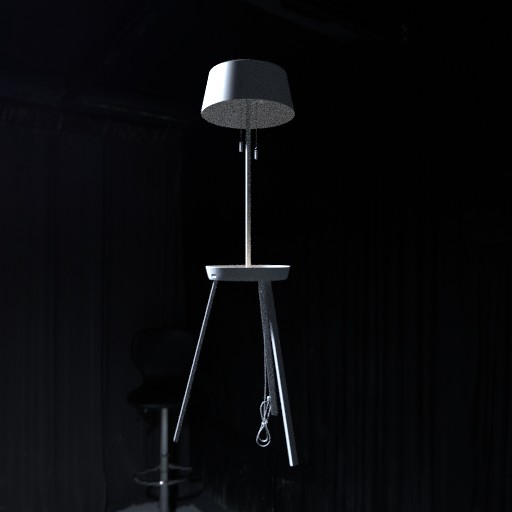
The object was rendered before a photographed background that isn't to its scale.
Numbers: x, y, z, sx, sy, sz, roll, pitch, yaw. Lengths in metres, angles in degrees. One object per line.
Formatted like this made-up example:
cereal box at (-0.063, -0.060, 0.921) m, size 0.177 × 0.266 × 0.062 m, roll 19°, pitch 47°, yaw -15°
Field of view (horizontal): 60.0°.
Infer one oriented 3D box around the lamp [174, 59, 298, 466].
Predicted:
lamp at (0.000, 0.000, 1.697) m, size 0.508 × 1.429 × 0.468 m, roll 0°, pitch 0°, yaw -36°
